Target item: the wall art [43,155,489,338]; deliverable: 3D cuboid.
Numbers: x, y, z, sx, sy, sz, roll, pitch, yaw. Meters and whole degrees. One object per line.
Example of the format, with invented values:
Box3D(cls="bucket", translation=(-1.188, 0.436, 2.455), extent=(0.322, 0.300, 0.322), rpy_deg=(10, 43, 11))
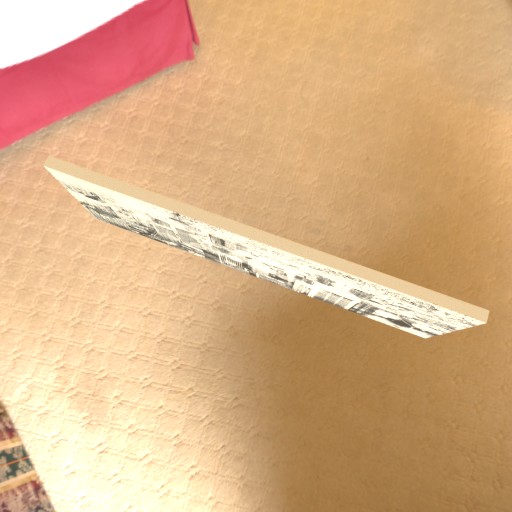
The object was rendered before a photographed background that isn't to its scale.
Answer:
Box3D(cls="wall art", translation=(0.000, 0.000, 1.676), extent=(1.520, 0.507, 0.044), rpy_deg=(20, 75, 5))
